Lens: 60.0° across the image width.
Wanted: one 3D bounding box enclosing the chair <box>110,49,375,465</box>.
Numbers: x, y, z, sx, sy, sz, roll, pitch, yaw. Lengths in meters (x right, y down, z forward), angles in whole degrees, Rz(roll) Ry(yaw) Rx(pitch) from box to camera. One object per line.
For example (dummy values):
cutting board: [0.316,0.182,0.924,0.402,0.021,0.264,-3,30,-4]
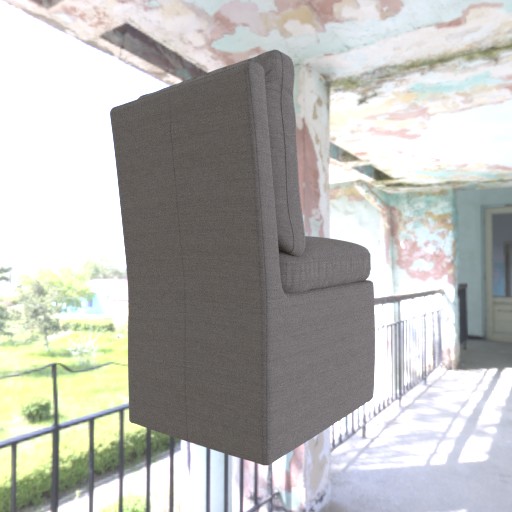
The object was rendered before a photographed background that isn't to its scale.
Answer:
chair: [0.000,0.000,1.315,0.503,0.927,0.698,-1,-2,36]
